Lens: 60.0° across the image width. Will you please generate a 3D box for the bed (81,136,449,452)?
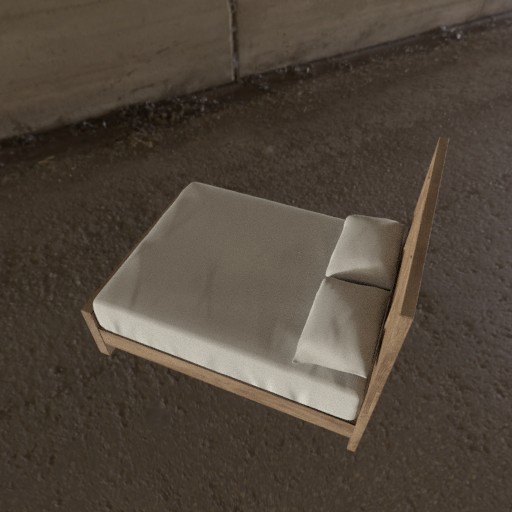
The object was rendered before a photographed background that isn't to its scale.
[{"bbox_3d":[0.000,0.000,3.384,2.197,1.626,1.626,16,49,15],"label":"bed"}]
